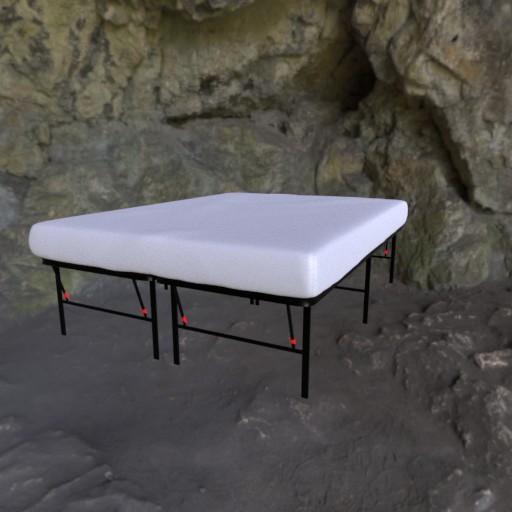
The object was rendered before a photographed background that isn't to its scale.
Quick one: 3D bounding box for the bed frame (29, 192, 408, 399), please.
[{"bbox_3d":[0.000,0.000,2.890,1.584,0.667,2.151,7,15,26],"label":"bed frame"}]
